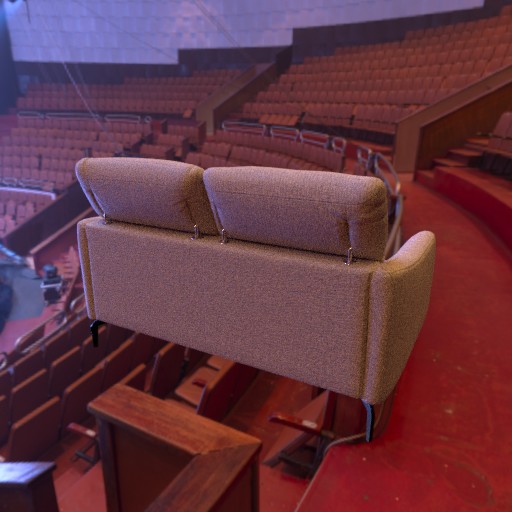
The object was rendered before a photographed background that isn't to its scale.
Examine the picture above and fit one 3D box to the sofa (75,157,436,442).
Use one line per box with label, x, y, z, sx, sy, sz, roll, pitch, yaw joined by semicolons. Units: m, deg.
sofa;0.000;0.000;2.121;1.540;0.950;0.905;10;20;28
